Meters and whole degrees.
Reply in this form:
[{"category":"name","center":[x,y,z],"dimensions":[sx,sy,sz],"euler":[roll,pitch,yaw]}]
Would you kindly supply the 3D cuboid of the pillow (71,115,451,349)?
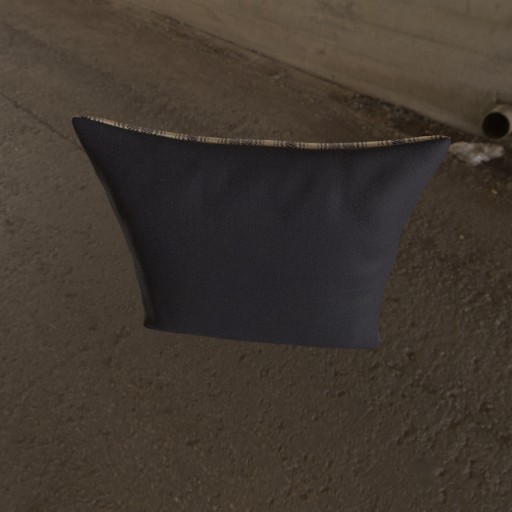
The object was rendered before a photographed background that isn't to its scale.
[{"category":"pillow","center":[0.000,0.000,0.782],"dimensions":[0.520,0.508,0.166],"euler":[5,46,5]}]
